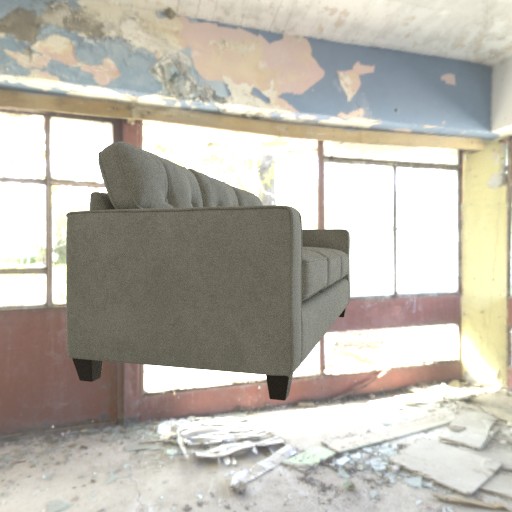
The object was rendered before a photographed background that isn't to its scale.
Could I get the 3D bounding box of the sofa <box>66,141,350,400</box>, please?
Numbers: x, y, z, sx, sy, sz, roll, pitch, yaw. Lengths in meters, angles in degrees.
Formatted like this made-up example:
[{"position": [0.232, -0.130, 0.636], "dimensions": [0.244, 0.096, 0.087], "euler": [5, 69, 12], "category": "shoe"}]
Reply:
[{"position": [0.000, 0.000, 2.600], "dimensions": [0.939, 0.965, 2.133], "euler": [0, 1, 17], "category": "sofa"}]
